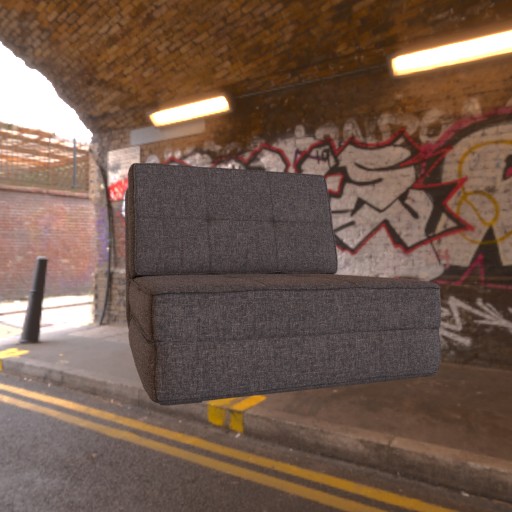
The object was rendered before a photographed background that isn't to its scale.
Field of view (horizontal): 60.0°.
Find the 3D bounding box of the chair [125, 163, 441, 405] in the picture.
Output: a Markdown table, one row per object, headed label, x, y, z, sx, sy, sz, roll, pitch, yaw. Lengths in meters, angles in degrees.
| label | x | y | z | sx | sy | sz | roll | pitch | yaw |
| --- | --- | --- | --- | --- | --- | --- | --- | --- | --- |
| chair | 0.000 | 0.000 | 1.359 | 0.740 | 0.615 | 0.800 | 0 | 0 | -19 |
